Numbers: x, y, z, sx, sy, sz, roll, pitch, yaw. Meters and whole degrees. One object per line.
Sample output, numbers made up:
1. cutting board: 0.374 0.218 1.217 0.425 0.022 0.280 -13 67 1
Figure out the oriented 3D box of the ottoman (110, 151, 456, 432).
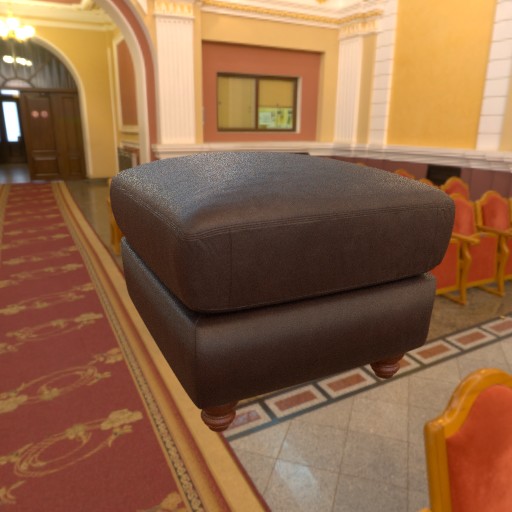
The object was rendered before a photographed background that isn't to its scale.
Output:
1. ottoman: 0.000 0.000 1.261 0.670 0.569 0.806 -8 18 -25
